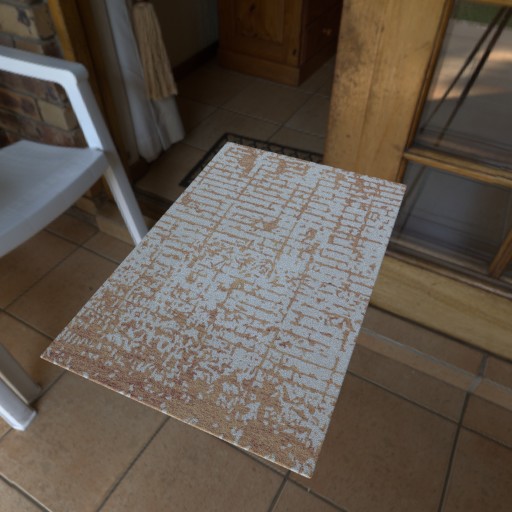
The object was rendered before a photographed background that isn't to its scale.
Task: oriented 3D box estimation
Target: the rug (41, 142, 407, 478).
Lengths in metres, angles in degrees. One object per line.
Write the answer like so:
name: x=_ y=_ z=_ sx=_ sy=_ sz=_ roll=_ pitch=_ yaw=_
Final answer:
rug: x=0.000 y=0.000 z=2.304 sx=1.219 sy=0.011 sz=1.829 roll=18 pitch=49 yaw=16
